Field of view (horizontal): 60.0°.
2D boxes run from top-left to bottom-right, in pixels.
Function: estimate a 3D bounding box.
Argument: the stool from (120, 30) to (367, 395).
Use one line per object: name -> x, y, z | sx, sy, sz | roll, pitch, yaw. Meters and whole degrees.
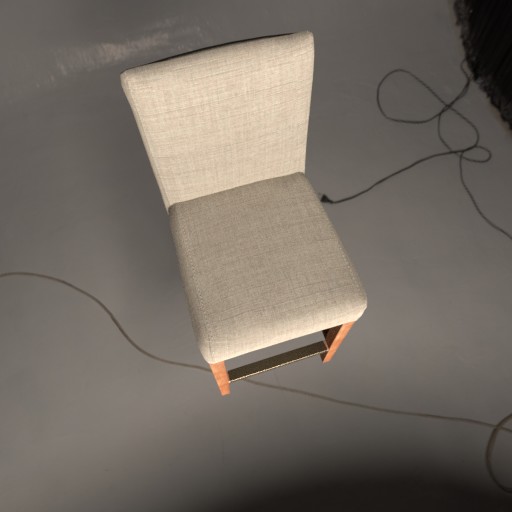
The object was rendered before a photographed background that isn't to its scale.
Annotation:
stool -> 0.000, 0.000, 1.307 | 0.454, 1.039, 0.567 | -16, 65, -8
